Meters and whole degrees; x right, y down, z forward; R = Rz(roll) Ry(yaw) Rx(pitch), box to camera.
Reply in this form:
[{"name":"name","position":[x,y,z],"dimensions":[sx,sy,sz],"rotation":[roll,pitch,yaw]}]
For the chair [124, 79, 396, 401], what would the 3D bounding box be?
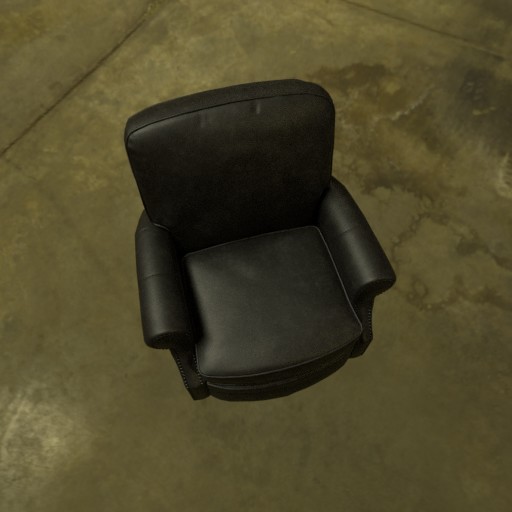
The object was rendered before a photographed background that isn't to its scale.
[{"name":"chair","position":[0.000,0.000,1.760],"dimensions":[0.936,1.018,0.986],"rotation":[-13,63,-7]}]
